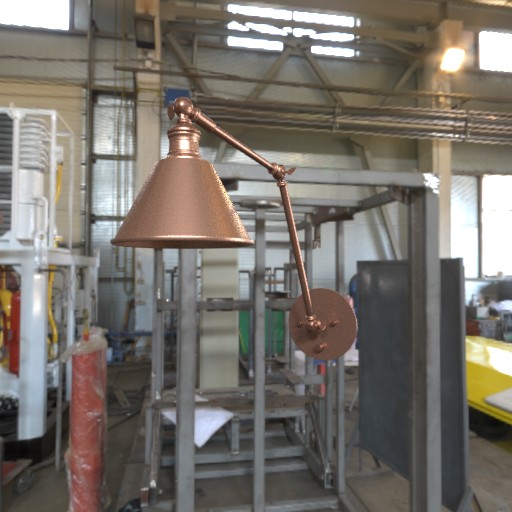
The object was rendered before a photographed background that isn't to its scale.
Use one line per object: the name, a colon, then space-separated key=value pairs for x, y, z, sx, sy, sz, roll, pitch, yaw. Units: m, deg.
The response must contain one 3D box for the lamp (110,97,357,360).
lamp: x=0.000 y=0.000 z=0.869 sx=0.223 sy=0.502 sz=0.624 roll=-1 pitch=-2 yaw=35
